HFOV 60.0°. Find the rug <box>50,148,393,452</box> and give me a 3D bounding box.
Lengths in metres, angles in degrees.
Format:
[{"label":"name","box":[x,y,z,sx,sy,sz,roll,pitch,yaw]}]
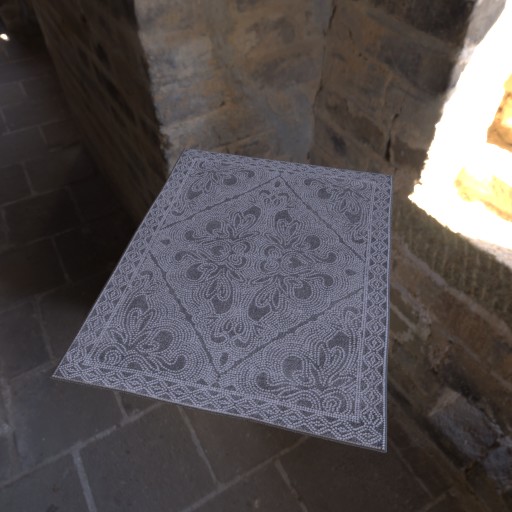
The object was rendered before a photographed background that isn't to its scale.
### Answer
[{"label":"rug","box":[0.000,0.000,4.060,2.438,0.012,3.048,10,48,9]}]
